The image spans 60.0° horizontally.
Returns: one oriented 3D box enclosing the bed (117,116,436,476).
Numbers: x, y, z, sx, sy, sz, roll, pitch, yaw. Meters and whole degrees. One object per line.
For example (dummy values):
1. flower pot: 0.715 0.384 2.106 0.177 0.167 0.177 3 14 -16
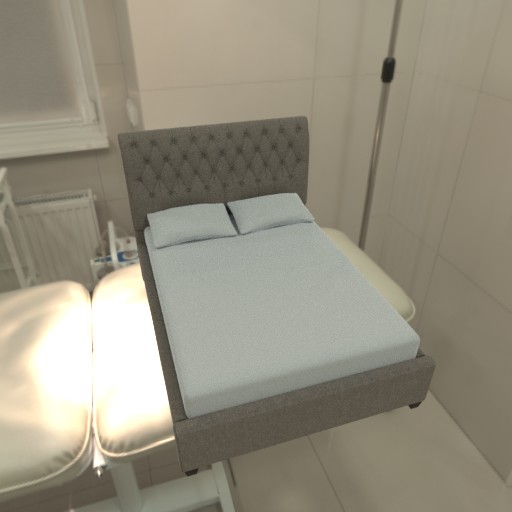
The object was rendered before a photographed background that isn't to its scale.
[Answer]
1. bed: 0.000 0.000 3.290 1.645 1.371 2.252 -10 34 -15
